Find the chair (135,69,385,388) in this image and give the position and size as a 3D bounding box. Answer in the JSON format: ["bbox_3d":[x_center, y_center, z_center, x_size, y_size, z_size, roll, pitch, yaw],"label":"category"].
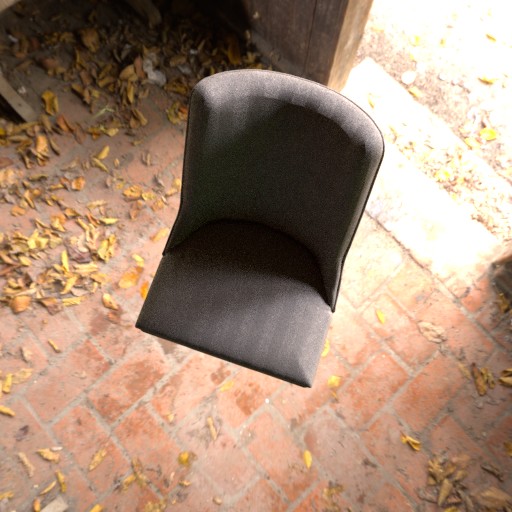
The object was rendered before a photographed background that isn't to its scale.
[{"bbox_3d":[0.000,0.000,1.326,0.548,0.916,0.636,18,78,4],"label":"chair"}]
